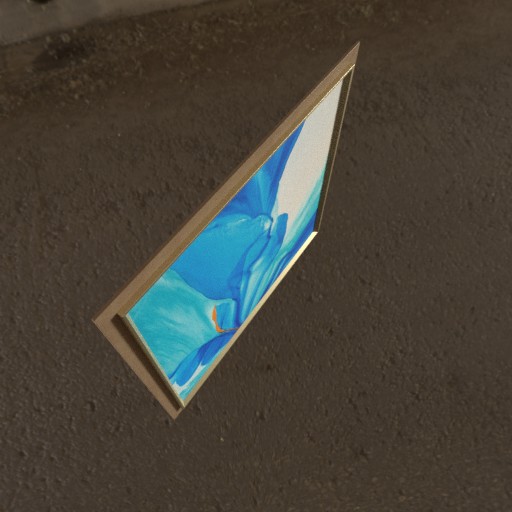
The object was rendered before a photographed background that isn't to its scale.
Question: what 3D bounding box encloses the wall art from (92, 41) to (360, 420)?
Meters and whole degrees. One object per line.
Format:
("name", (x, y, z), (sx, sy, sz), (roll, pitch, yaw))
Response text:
("wall art", (0.000, 0.000, 1.629), (0.025, 1.067, 1.168), (31, 64, 17))
